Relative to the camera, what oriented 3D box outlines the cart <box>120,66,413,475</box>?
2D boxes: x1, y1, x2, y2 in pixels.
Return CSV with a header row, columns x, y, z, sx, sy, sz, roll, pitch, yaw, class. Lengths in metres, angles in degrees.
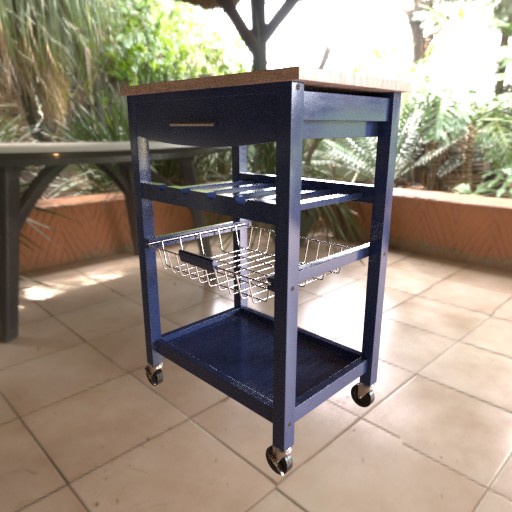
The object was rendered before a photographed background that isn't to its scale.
x,y,z,sx,sy,sz,roll,pitch,yaw,class
0.000,0.000,1.162,0.584,0.839,0.403,15,22,42,cart
